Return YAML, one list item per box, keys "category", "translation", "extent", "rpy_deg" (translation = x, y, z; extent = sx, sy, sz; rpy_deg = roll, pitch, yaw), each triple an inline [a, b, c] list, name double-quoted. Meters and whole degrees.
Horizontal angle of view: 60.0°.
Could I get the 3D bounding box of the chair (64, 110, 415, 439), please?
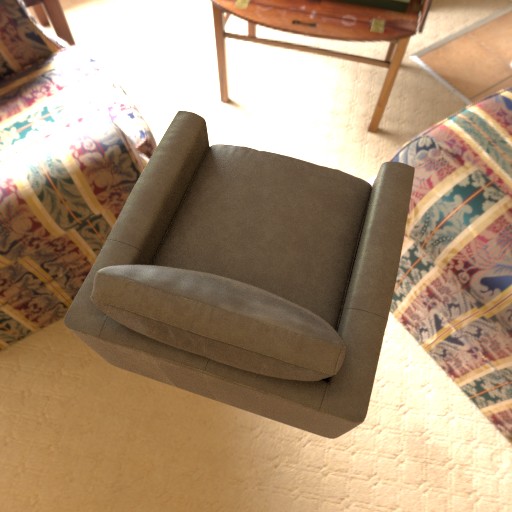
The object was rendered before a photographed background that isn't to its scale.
- category: "chair"
  translation: [0.000, 0.000, 1.812]
  extent: [1.106, 0.807, 1.080]
  rpy_deg: [16, 64, 8]
